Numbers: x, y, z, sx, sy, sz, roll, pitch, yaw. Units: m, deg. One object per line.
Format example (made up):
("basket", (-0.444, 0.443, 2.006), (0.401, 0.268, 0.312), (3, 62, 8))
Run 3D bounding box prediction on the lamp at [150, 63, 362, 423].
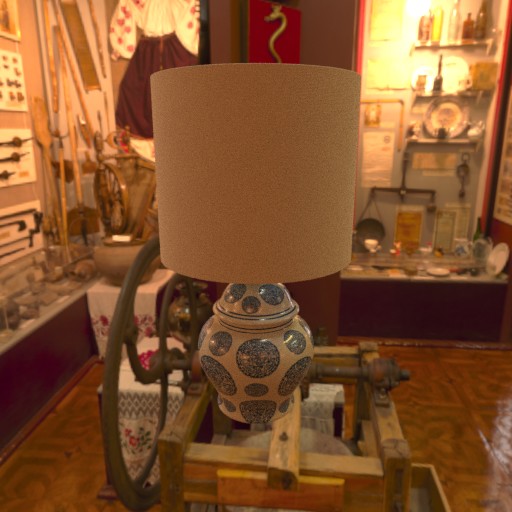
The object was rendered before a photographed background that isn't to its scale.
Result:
("lamp", (0.000, 0.000, 0.511), (0.215, 0.381, 0.215), (2, 15, 8))
